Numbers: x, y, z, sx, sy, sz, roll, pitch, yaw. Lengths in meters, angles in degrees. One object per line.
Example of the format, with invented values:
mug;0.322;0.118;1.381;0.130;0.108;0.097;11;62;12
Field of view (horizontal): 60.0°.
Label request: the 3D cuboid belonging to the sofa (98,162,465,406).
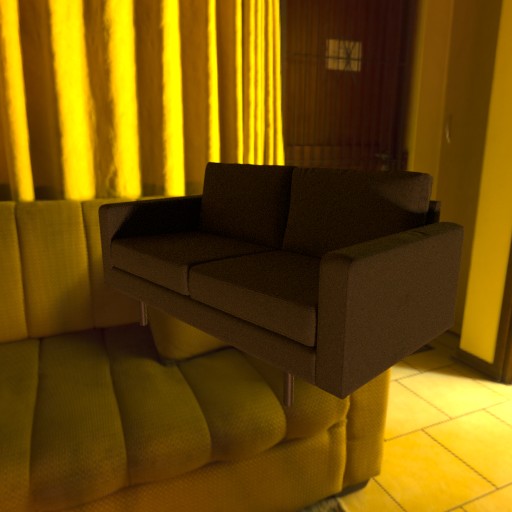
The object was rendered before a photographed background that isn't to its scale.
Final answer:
sofa;0.000;0.000;2.287;0.889;0.897;1.730;-13;19;-42
